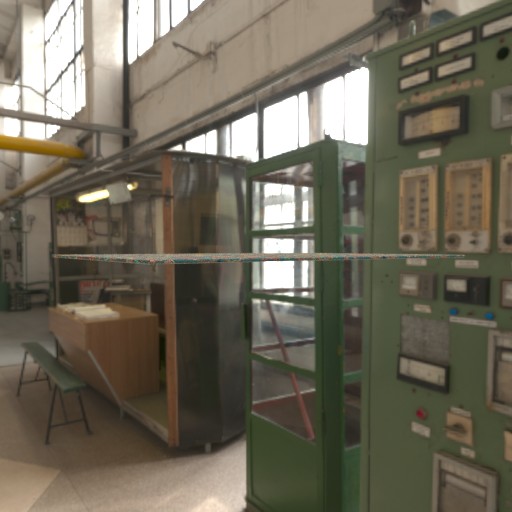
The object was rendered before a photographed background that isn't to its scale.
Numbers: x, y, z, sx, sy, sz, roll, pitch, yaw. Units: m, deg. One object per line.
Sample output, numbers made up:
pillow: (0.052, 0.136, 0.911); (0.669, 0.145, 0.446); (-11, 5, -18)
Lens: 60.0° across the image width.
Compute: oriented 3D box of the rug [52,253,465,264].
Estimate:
rug: (0.000, 0.000, 4.303); (3.204, 0.025, 2.434); (-1, 1, -36)
